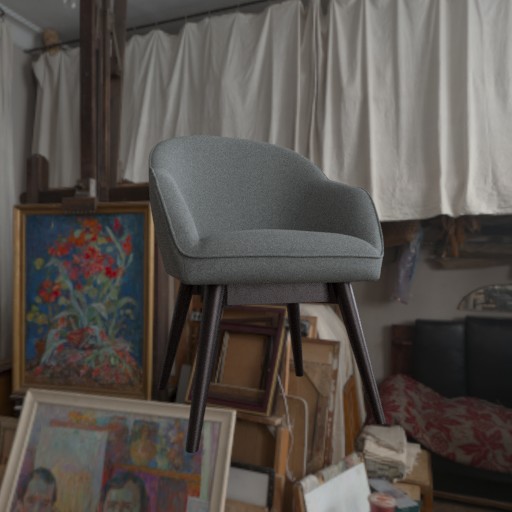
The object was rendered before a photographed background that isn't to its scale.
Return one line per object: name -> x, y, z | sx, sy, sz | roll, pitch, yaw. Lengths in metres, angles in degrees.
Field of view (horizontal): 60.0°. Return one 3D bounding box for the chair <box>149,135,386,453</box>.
chair -> 0.000, 0.000, 1.236 | 0.589, 0.810, 0.611 | 0, 0, -20
